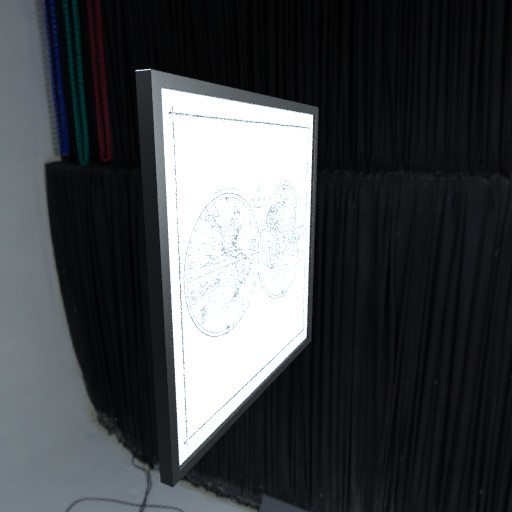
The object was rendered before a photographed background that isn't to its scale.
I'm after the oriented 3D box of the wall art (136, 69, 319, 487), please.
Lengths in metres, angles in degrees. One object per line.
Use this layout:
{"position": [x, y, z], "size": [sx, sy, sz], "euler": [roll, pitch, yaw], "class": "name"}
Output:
{"position": [0.000, 0.000, 1.127], "size": [0.031, 0.775, 0.773], "euler": [7, 15, 27], "class": "wall art"}
